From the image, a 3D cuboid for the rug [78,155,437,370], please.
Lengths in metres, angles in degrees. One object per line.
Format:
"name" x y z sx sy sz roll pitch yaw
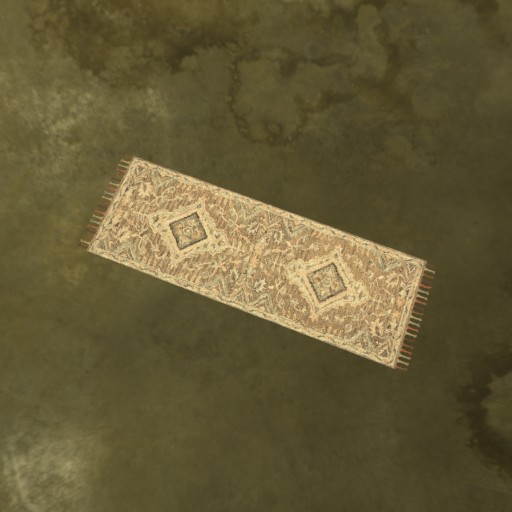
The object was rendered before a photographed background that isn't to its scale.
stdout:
"rug" 0.000 0.000 2.933 2.378 0.018 1.324 36 78 9
